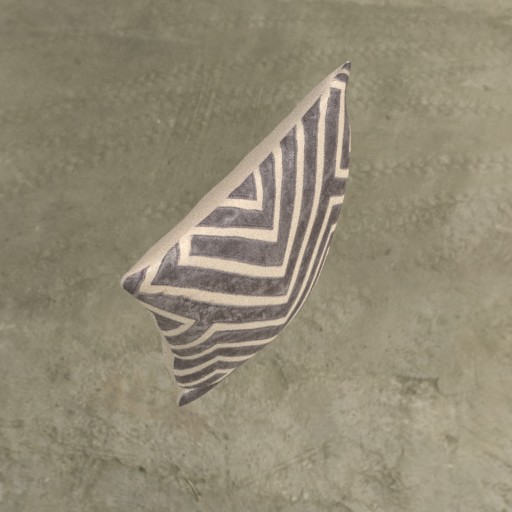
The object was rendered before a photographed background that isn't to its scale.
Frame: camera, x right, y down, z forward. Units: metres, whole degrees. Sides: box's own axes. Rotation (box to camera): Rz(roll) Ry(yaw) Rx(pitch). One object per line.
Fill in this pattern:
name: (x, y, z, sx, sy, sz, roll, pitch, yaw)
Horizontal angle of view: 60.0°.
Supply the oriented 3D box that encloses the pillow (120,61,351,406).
pillow: (0.000, 0.000, 0.682, 0.182, 0.441, 0.440, 32, 63, 18)
